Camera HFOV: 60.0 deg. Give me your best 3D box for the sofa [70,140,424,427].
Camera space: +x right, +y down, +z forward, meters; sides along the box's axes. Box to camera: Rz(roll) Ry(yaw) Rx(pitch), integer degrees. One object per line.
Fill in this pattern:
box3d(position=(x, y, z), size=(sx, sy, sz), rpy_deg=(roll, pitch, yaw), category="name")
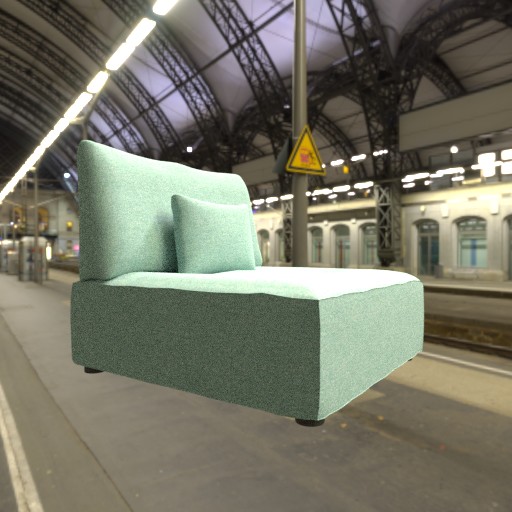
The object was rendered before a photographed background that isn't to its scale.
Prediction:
box3d(position=(0.000, 0.000, 1.680), size=(1.000, 0.820, 0.930), rpy_deg=(0, 1, 35), category="sofa")
